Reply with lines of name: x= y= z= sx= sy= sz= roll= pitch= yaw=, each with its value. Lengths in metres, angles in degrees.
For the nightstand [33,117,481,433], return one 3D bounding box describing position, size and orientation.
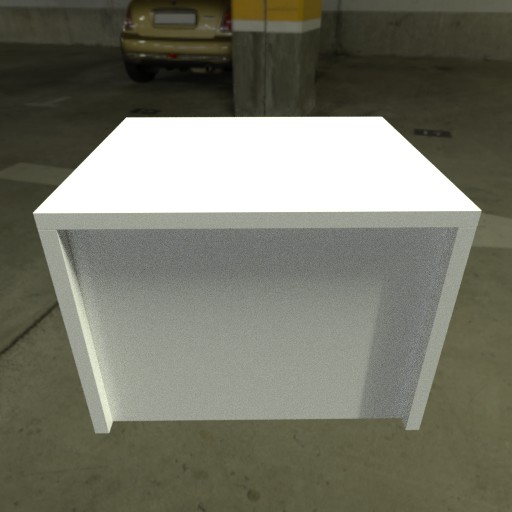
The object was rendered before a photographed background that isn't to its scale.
nightstand: x=0.000 y=0.000 z=0.729 sx=0.470 sy=0.351 sz=0.408 roll=0 pitch=31 yaw=-1
